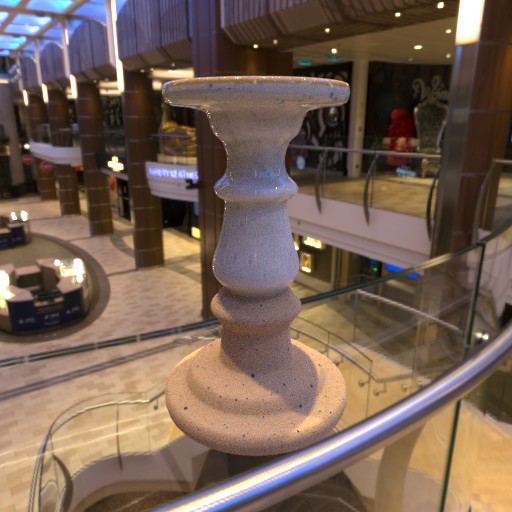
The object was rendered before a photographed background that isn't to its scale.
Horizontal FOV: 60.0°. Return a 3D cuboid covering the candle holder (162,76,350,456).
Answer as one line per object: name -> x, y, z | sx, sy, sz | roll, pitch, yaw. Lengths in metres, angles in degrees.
candle holder -> 0.000, 0.000, 0.278 | 0.123, 0.202, 0.123 | 0, 17, 0
